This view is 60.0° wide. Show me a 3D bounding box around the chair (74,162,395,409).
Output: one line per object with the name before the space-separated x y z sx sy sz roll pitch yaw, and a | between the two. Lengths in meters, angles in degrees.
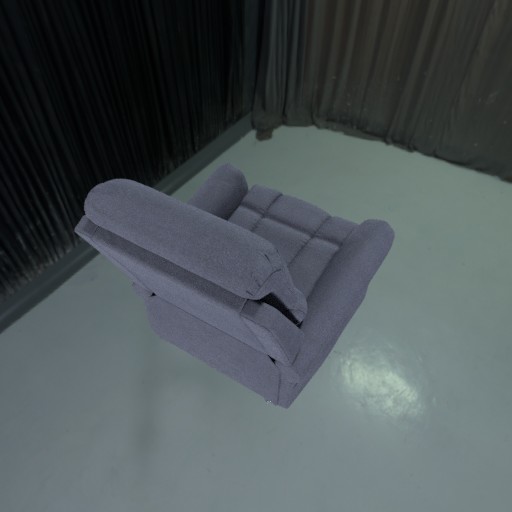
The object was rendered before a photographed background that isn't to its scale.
chair | 0.000 0.000 1.743 0.871 1.031 0.979 24 52 21
